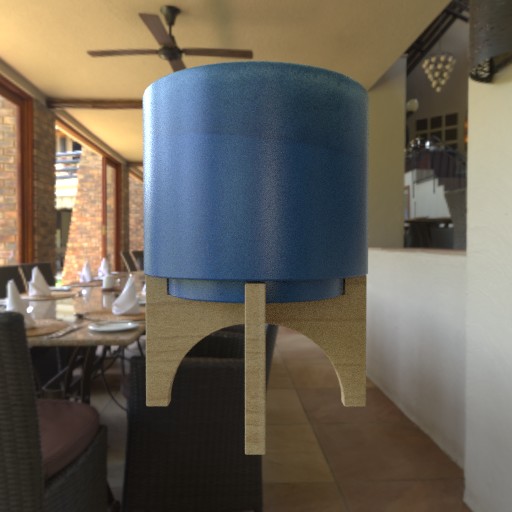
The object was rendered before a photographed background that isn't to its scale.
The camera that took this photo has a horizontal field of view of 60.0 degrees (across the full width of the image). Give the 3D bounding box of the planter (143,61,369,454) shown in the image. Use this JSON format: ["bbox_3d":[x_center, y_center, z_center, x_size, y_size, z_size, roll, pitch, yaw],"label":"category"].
[{"bbox_3d":[0.000,0.000,0.391,0.192,0.263,0.192,0,1,0],"label":"planter"}]
